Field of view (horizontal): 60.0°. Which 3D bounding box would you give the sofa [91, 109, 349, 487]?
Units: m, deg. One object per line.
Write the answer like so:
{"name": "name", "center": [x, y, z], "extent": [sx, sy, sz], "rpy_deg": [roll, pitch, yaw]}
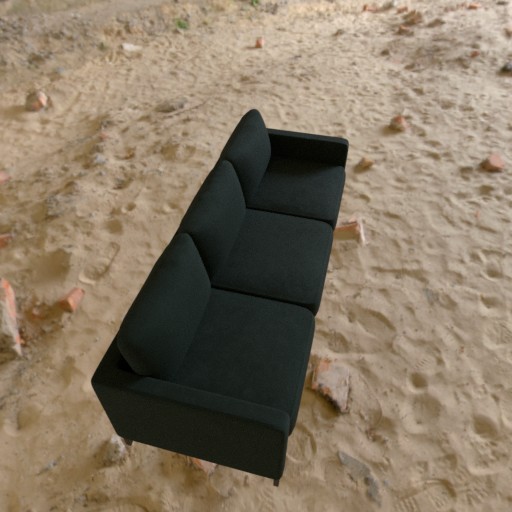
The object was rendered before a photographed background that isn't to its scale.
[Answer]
{"name": "sofa", "center": [0.000, 0.000, 2.660], "extent": [0.859, 0.870, 2.218], "rpy_deg": [10, 46, 10]}
